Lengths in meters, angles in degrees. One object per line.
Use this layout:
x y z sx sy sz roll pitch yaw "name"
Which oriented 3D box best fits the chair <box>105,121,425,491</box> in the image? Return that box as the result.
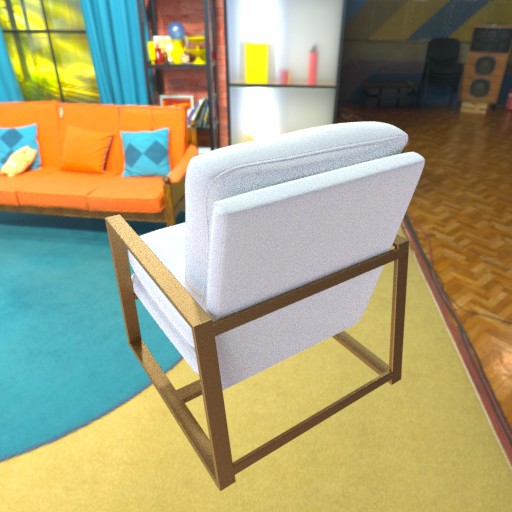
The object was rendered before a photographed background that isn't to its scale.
0.000 0.000 1.556 0.805 0.966 0.813 -19 35 -29 "chair"
